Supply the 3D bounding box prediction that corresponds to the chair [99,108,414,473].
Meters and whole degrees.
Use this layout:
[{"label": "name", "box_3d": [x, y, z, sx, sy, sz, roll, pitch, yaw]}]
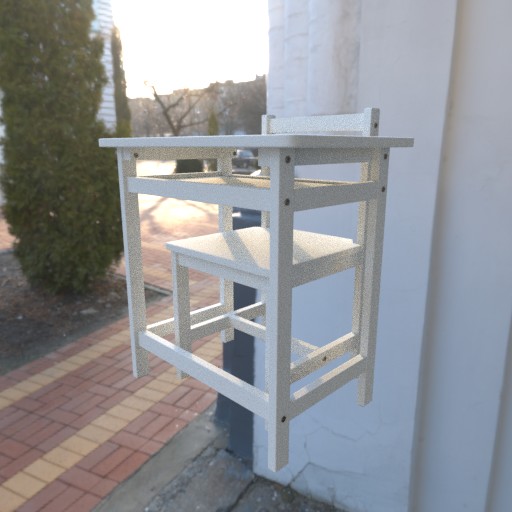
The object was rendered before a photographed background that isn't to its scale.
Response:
[{"label": "chair", "box_3d": [0.000, 0.000, 1.052, 0.599, 0.673, 0.461, 14, 19, 43]}]
